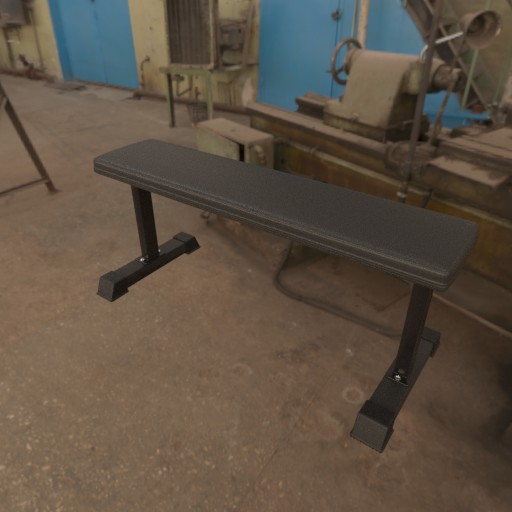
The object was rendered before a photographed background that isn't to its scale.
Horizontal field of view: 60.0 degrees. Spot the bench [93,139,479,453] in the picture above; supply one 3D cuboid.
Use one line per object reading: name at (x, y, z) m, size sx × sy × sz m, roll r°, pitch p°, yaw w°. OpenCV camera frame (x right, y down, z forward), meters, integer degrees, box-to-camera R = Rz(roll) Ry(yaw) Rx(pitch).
bench at (0.000, 0.000, 1.276) m, size 1.072 × 0.453 × 0.439 m, roll 21°, pitch 38°, yaw 30°
